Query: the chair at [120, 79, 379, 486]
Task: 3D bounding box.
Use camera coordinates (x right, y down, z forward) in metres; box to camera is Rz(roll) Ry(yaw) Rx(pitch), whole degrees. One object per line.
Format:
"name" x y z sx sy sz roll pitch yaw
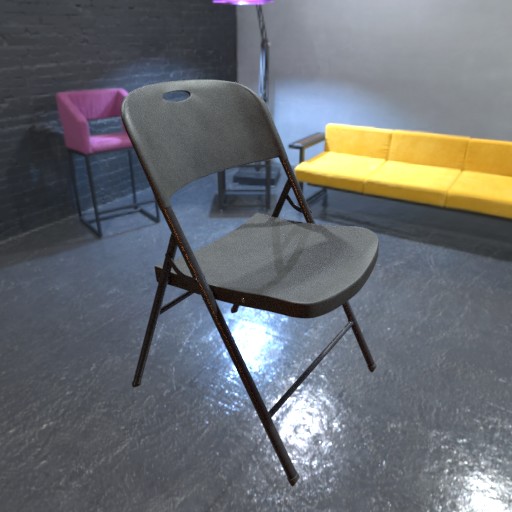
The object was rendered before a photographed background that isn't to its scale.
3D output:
"chair" 0.000 0.000 1.143 0.566 0.810 0.494 18 32 31
